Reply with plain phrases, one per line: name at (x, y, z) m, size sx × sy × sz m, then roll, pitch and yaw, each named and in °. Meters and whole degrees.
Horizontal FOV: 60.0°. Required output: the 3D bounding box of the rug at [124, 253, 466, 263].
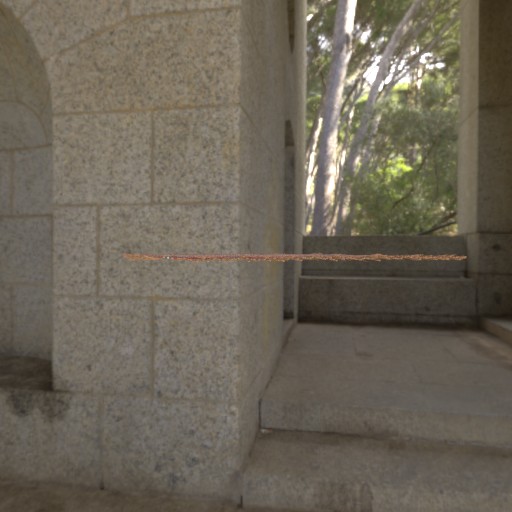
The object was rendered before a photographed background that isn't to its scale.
rug at (0.000, 0.000, 3.182) m, size 1.778 × 0.048 × 2.450 m, roll 0°, pitch 1°, yaw -19°
